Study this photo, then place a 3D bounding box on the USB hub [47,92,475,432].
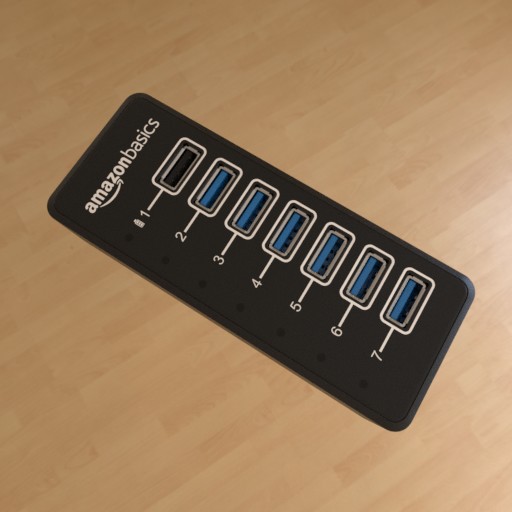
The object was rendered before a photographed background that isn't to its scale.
[{"bbox_3d":[0.000,0.000,0.127,0.110,0.023,0.044,31,78,7],"label":"USB hub"}]
